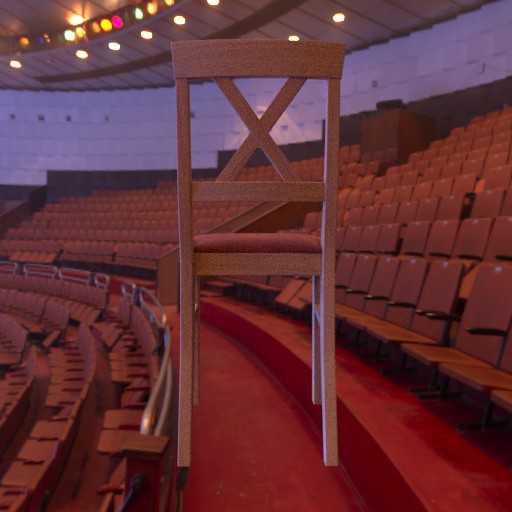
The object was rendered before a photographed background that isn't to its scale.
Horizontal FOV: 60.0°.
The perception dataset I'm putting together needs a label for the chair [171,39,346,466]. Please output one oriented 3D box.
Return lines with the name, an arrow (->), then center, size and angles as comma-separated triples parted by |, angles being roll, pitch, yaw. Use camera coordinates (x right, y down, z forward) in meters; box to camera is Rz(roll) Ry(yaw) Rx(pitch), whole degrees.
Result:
chair -> 0.000, 0.000, 1.171 | 0.439, 0.912, 0.492 | 0, 1, 0
